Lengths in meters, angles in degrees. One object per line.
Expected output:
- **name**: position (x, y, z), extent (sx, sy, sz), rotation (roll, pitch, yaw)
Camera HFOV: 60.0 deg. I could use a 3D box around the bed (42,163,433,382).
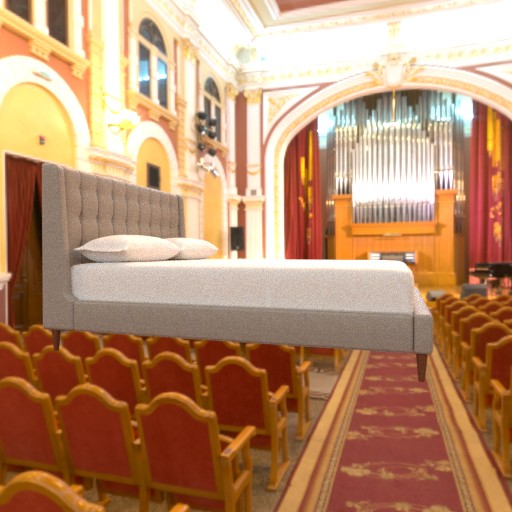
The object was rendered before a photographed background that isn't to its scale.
- **bed**: position (0.000, 0.000, 3.146), extent (2.232, 1.147, 1.656), rotation (0, 1, 18)
